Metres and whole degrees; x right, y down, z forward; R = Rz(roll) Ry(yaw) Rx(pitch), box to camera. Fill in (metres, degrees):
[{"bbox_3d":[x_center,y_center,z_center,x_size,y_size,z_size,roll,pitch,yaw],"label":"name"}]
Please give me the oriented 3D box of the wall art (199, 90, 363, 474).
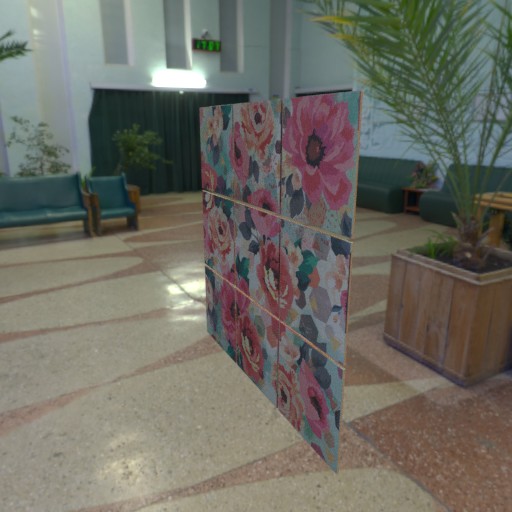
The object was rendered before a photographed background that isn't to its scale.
[{"bbox_3d":[0.000,0.000,2.309,0.013,1.519,1.521,-8,18,-26],"label":"wall art"}]
